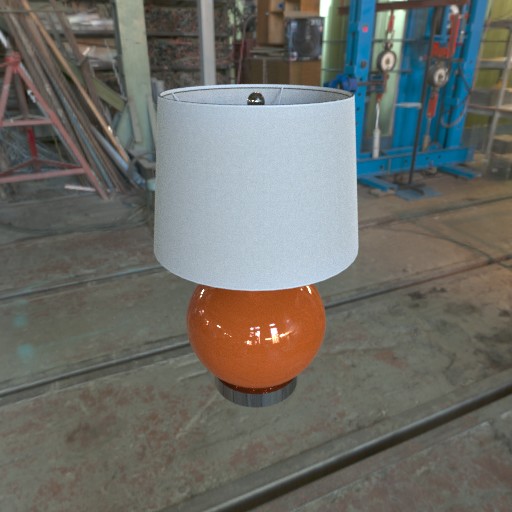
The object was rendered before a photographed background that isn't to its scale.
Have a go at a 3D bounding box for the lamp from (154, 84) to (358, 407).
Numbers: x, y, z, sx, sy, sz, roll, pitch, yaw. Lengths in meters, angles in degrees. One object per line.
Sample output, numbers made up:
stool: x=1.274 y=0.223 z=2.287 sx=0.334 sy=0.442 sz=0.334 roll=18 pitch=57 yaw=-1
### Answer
lamp: x=0.000 y=0.000 z=0.555 sx=0.247 sy=0.387 sz=0.247 roll=0 pitch=26 yaw=0
